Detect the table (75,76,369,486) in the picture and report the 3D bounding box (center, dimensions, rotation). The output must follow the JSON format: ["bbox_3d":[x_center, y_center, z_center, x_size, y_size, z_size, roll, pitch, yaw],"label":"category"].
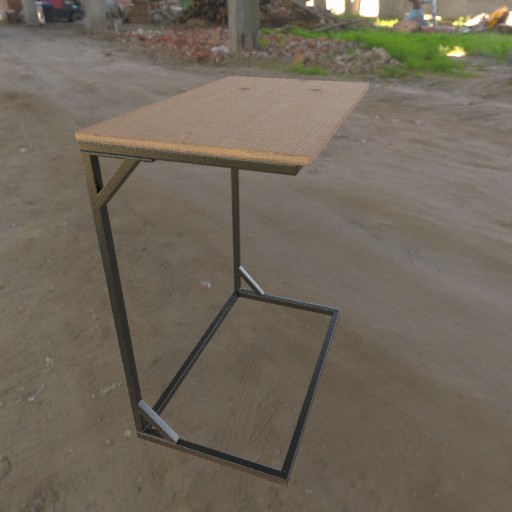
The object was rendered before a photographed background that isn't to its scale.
[{"bbox_3d":[0.000,0.000,1.006,0.351,0.673,0.597,10,31,17],"label":"table"}]
